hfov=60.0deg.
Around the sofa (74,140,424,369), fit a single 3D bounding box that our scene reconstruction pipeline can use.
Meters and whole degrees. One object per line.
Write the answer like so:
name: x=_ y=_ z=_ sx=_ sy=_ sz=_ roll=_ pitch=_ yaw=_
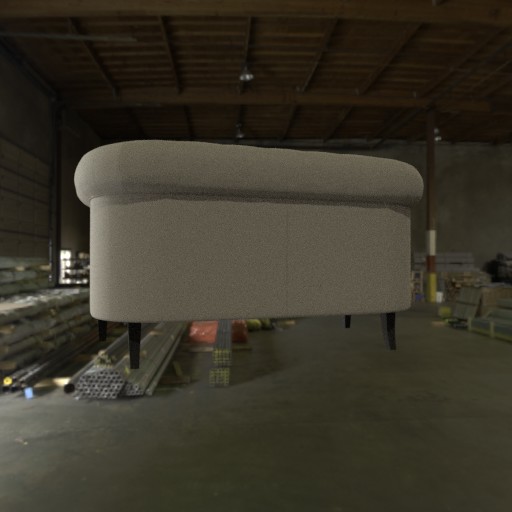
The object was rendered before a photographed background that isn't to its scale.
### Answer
sofa: x=0.000 y=0.000 z=2.032 sx=1.558 sy=0.827 sz=0.835 roll=0 pitch=0 yaw=-18
